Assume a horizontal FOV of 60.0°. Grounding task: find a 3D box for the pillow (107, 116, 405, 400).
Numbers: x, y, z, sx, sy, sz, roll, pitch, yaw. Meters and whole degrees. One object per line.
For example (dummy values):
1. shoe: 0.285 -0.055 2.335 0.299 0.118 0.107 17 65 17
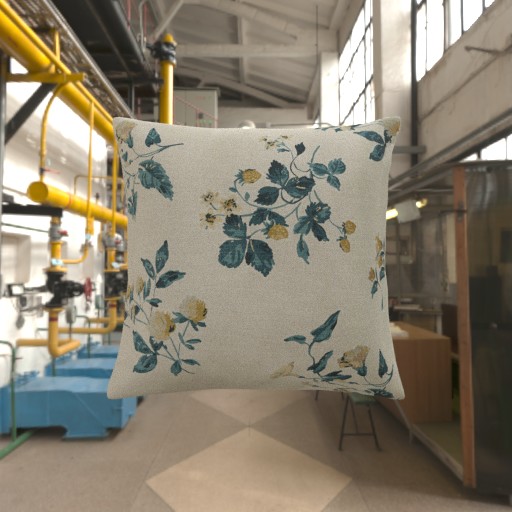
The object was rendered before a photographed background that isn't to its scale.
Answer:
1. pillow: 0.000 0.000 0.795 0.526 0.507 0.166 0 -1 0
